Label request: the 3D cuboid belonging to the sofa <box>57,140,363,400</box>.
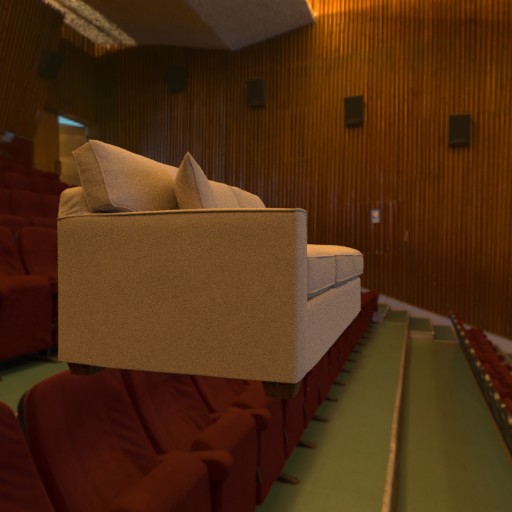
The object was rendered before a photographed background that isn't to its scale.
[{"bbox_3d":[0.000,0.000,2.524,1.034,0.946,1.962,0,1,19],"label":"sofa"}]
